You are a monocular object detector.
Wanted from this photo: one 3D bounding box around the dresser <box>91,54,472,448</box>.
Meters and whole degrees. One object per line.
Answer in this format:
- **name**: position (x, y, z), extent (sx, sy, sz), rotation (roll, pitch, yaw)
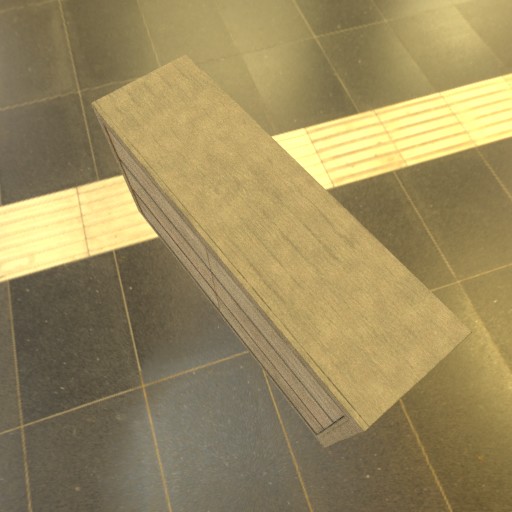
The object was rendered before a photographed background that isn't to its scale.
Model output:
- **dresser**: position (0.000, 0.000, 2.031), extent (0.483, 0.889, 1.628), rotation (-35, 69, -16)
